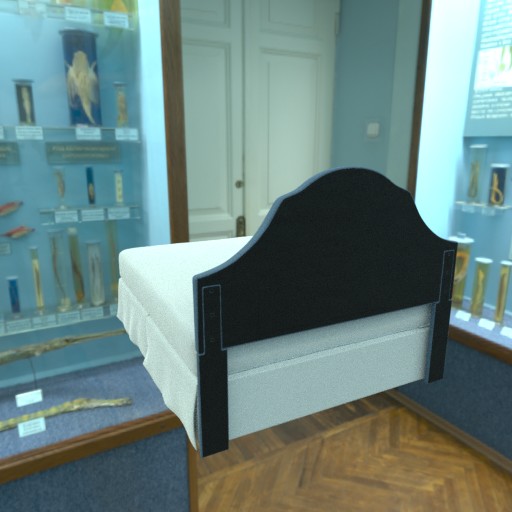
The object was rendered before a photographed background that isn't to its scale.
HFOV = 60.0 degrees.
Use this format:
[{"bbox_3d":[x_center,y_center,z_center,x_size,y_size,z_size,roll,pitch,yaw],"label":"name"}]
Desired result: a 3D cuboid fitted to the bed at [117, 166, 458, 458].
[{"bbox_3d":[0.000,0.000,3.831,2.039,1.617,2.477,-7,16,-26],"label":"bed"}]
